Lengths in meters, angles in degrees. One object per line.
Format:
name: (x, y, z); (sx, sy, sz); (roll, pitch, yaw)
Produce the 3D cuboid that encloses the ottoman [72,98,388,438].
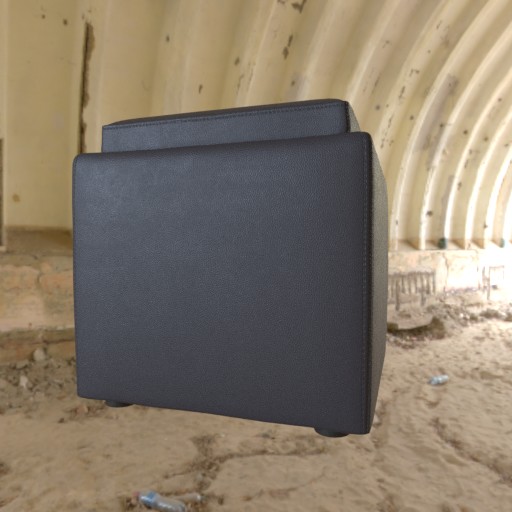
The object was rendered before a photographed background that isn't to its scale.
ottoman: (0.000, 0.000, 0.805); (0.450, 0.460, 0.451); (0, 2, 19)
